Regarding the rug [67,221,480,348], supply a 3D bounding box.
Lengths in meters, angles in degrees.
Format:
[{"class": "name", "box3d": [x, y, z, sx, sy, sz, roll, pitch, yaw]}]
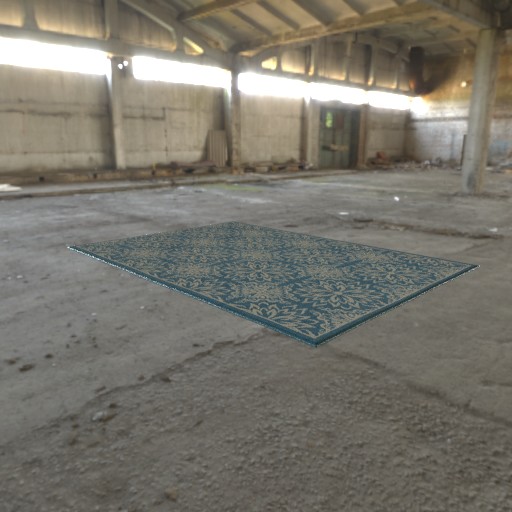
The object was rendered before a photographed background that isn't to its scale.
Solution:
[{"class": "rug", "box3d": [0.000, 0.000, 2.861, 1.554, 0.012, 2.205, -13, 19, -43]}]
